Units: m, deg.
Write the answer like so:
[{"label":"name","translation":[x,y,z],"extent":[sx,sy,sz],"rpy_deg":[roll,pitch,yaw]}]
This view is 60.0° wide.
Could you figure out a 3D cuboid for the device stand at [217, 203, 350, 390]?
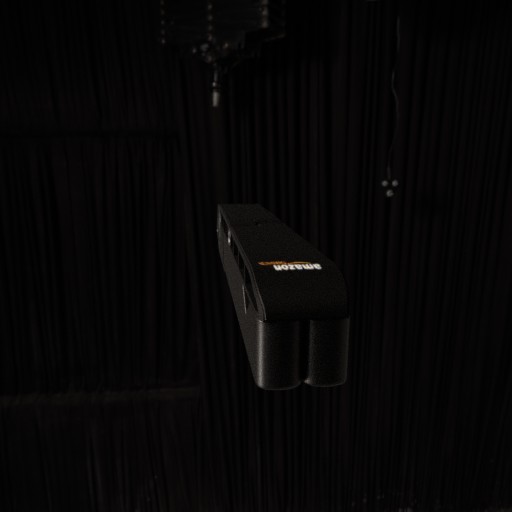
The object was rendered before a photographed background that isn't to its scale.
[{"label":"device stand","translation":[0.000,0.000,0.194],"extent":[0.026,0.030,0.179],"rpy_deg":[-2,13,-8]}]
